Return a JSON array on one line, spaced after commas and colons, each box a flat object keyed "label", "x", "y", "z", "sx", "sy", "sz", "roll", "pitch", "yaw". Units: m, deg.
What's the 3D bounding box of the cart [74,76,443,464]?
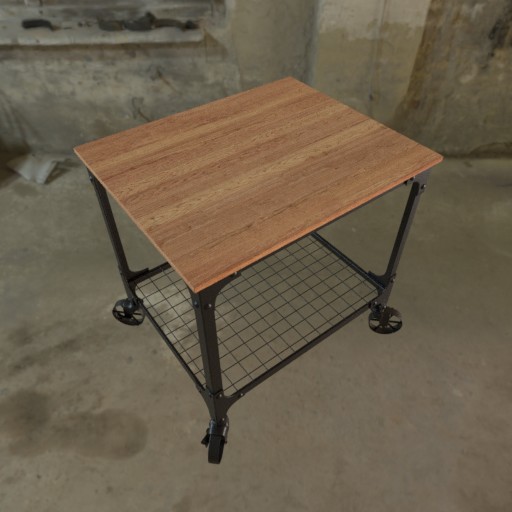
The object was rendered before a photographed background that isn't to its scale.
[{"label": "cart", "x": 0.000, "y": 0.000, "z": 1.122, "sx": 0.666, "sy": 0.603, "sz": 0.558, "roll": -28, "pitch": 51, "yaw": -25}]
